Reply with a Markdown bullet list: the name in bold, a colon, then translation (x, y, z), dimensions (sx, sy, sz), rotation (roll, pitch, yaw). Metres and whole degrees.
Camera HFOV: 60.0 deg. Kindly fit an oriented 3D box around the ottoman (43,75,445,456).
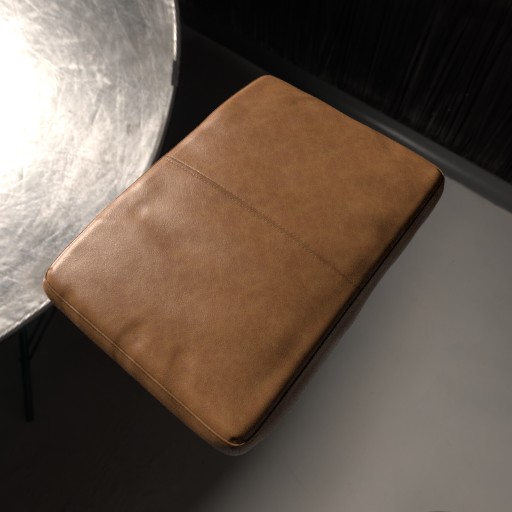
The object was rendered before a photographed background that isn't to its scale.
- **ottoman**: translation (0.000, 0.000, 1.201), dimensions (0.630, 0.461, 0.869), rotation (35, 68, 16)
